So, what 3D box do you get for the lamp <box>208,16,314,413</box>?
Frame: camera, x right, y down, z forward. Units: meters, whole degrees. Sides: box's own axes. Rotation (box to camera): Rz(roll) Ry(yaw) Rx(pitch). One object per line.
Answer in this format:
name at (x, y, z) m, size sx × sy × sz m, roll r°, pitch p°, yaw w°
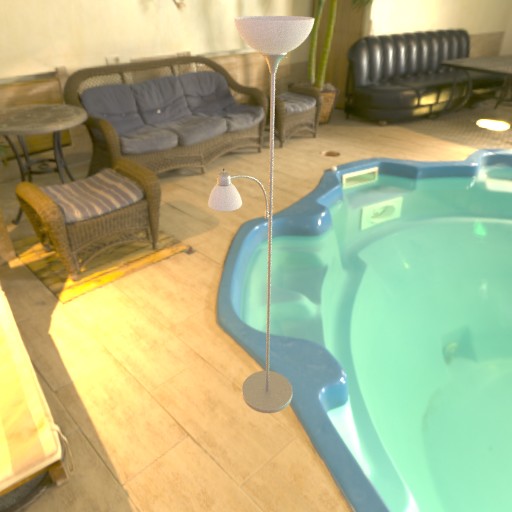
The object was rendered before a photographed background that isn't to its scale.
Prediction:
lamp at (0.000, 0.000, 1.911) m, size 0.425 × 1.804 × 0.279 m, roll -22°, pitch 37°, yaw -32°
